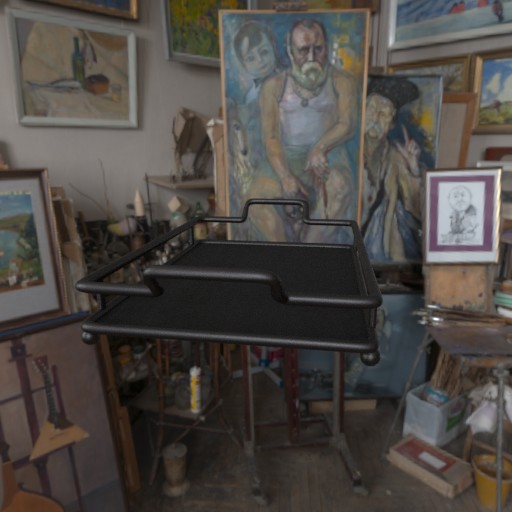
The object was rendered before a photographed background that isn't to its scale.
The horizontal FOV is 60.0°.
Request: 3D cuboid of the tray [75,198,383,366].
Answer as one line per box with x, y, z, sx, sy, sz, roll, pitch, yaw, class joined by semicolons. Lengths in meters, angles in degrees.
0.000;0.000;0.610;0.297;0.101;0.495;2;14;9;tray
